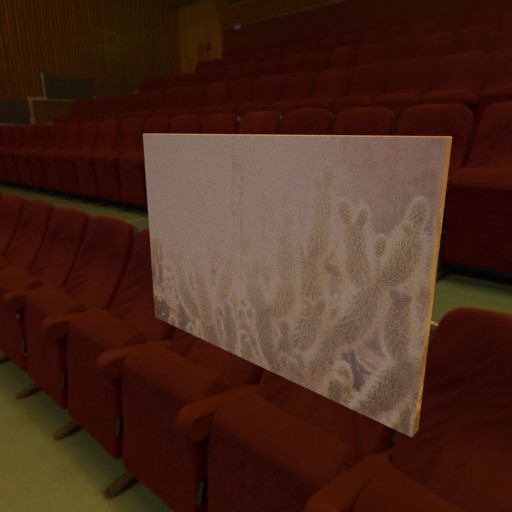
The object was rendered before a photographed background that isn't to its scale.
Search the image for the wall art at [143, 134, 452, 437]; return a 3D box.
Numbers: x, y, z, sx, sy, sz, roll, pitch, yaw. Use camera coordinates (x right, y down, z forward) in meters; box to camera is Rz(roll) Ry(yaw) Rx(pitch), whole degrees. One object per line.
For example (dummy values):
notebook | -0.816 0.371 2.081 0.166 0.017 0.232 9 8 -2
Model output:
wall art | 0.000 0.000 1.438 1.142 0.758 0.041 14 21 41
